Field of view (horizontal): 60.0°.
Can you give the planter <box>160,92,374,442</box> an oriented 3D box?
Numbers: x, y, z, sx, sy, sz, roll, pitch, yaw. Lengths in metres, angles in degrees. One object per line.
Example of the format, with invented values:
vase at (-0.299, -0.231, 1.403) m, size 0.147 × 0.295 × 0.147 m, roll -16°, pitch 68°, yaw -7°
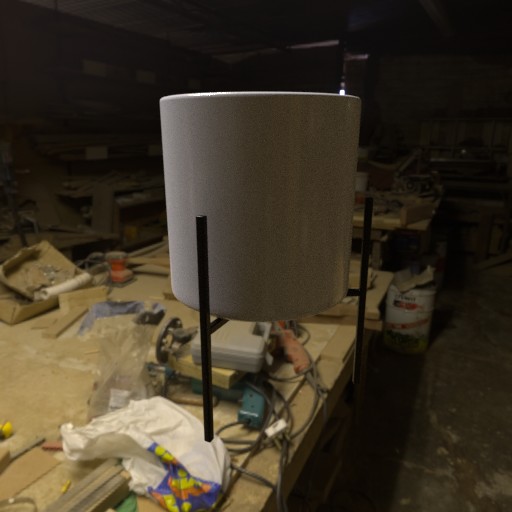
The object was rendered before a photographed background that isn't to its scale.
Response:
planter at (0.000, 0.000, 0.530) m, size 0.239 × 0.356 × 0.239 m, roll 8°, pitch 18°, yaw 26°
